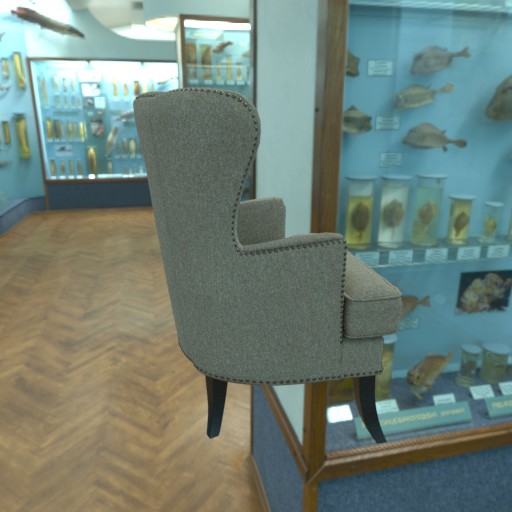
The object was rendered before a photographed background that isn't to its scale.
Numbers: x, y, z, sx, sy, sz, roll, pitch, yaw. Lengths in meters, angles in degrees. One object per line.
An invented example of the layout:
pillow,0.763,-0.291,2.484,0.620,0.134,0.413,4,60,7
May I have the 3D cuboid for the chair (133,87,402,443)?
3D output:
chair,0.000,0.000,1.553,0.758,1.060,0.759,-3,17,-11
